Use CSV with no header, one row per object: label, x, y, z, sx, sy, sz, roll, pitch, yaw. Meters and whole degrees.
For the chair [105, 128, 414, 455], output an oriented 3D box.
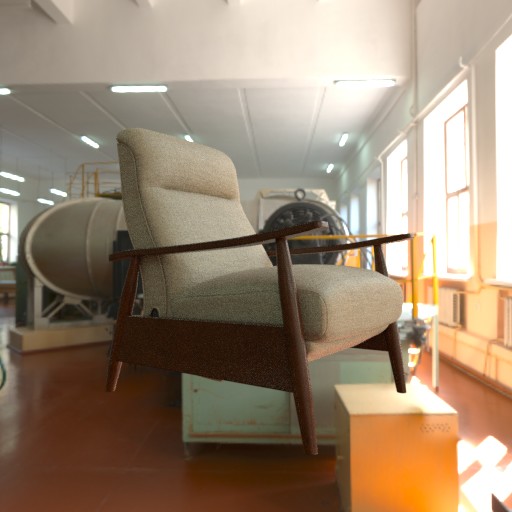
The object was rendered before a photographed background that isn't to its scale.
chair,0.000,0.000,1.774,1.014,1.082,0.762,0,-1,38
